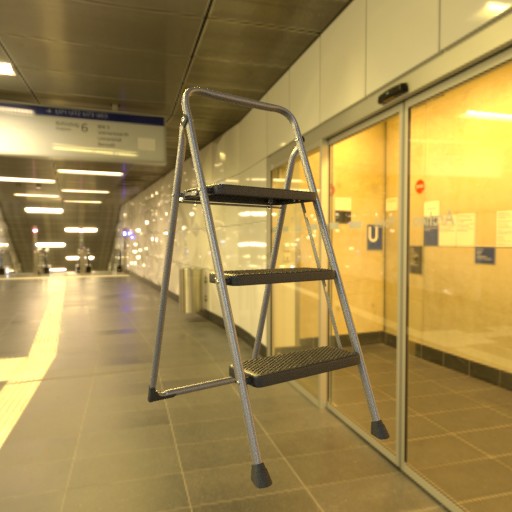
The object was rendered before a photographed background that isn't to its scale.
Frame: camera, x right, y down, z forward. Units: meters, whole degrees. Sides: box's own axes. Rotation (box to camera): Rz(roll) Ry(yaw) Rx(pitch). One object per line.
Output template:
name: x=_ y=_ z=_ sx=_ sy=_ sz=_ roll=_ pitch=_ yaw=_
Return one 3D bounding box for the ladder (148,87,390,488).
ladder: x=0.000 y=0.000 z=1.281 sx=0.430 sy=0.945 sz=0.629 roll=-1 pitch=2 yaw=-36
